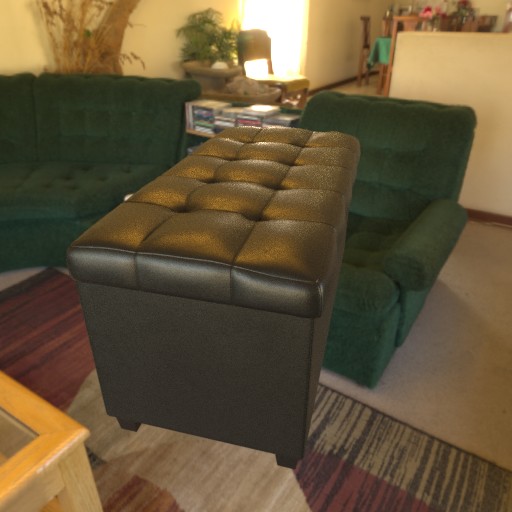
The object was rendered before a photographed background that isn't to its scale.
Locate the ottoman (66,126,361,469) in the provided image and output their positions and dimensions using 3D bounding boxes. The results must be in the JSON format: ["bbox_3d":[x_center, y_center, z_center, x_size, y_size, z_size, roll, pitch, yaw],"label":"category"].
[{"bbox_3d":[0.000,0.000,1.105,0.432,0.470,0.838,7,30,13],"label":"ottoman"}]
